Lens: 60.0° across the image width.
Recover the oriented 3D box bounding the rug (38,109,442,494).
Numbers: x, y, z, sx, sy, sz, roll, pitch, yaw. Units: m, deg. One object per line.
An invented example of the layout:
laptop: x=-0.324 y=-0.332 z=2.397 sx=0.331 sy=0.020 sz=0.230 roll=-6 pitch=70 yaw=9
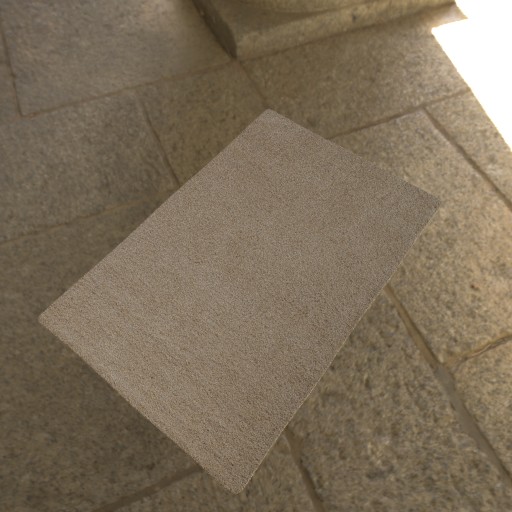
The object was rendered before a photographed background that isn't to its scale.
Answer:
rug: x=0.000 y=0.000 z=3.363 sx=1.801 sy=0.024 sz=2.700 roll=34 pitch=65 yaw=18
